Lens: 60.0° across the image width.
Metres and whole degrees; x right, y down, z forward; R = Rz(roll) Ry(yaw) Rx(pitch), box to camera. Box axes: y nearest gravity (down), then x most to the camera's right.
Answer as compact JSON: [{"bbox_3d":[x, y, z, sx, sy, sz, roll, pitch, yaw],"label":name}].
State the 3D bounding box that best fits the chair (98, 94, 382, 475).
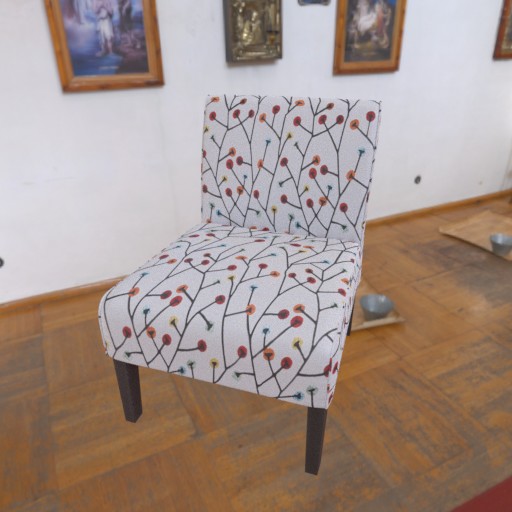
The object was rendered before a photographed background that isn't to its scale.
[{"bbox_3d":[0.000,0.000,1.295,0.597,0.813,0.732,8,27,17],"label":"chair"}]
